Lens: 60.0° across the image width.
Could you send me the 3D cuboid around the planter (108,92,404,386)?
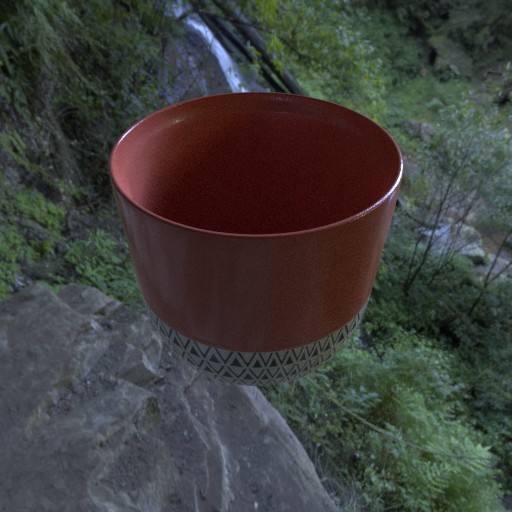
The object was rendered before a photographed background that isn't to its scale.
[{"bbox_3d":[0.000,0.000,0.499,0.266,0.270,0.266,0,42,0],"label":"planter"}]
